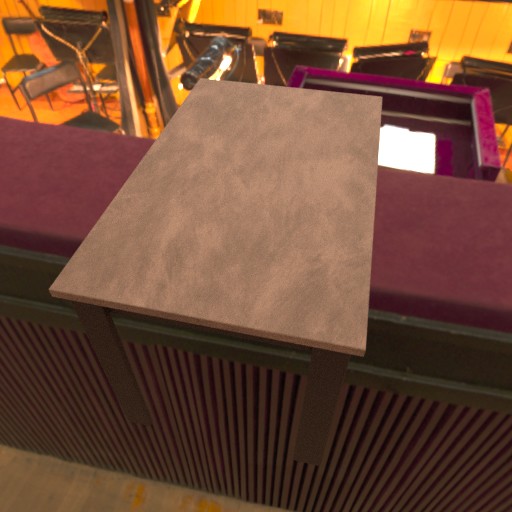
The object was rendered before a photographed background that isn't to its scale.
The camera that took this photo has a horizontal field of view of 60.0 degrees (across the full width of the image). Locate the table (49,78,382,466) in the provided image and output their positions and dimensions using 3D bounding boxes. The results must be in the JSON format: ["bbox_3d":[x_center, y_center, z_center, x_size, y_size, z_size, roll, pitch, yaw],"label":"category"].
[{"bbox_3d":[0.000,0.000,1.571,0.700,0.734,1.100,9,47,9],"label":"table"}]
